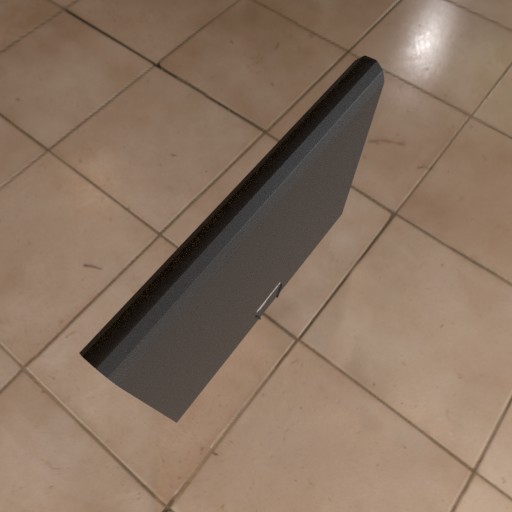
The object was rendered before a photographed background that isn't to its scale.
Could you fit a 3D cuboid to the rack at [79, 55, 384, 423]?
[{"bbox_3d":[0.000,0.000,0.433,0.041,0.241,0.330,34,69,15],"label":"rack"}]
